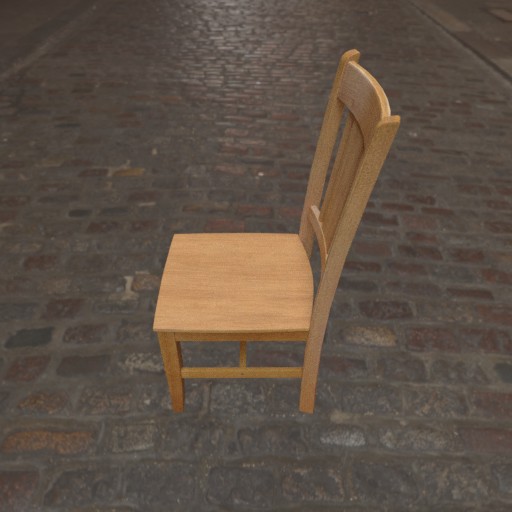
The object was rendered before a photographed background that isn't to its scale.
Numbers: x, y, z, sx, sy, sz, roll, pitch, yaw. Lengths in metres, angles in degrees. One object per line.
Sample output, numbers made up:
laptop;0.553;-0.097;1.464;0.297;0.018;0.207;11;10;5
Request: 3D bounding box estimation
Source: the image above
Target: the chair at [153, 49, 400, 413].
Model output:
chair;0.000;0.000;1.276;0.556;0.998;0.450;0;40;0
